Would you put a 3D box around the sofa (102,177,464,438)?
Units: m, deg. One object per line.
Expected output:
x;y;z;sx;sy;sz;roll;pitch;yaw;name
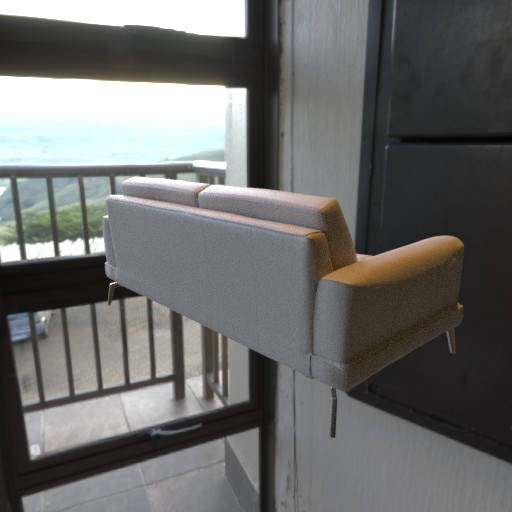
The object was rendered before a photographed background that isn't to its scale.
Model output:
0.000;0.000;2.754;1.121;0.930;2.177;-13;19;-41;sofa
